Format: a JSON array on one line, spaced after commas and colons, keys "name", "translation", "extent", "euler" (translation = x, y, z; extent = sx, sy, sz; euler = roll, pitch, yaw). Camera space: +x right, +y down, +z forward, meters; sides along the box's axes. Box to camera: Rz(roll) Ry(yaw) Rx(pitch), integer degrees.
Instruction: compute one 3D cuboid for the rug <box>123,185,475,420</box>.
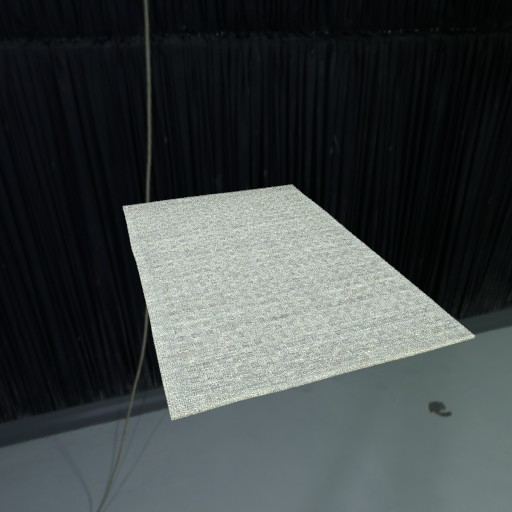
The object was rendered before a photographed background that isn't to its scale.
[{"name": "rug", "translation": [0.000, 0.000, 2.945], "extent": [1.532, 0.018, 2.297], "euler": [-10, 31, -17]}]
